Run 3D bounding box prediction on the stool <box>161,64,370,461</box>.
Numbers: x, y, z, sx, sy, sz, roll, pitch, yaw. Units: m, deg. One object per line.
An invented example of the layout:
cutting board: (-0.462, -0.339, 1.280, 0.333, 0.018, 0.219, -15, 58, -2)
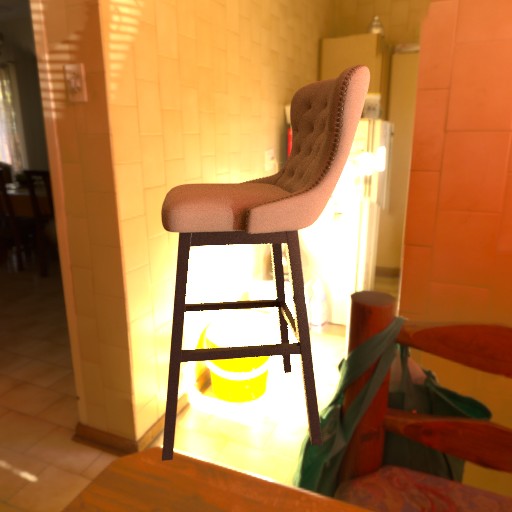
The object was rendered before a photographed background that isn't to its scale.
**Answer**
stool: (0.000, 0.000, 1.375, 0.605, 1.066, 0.528, -2, 16, -8)
